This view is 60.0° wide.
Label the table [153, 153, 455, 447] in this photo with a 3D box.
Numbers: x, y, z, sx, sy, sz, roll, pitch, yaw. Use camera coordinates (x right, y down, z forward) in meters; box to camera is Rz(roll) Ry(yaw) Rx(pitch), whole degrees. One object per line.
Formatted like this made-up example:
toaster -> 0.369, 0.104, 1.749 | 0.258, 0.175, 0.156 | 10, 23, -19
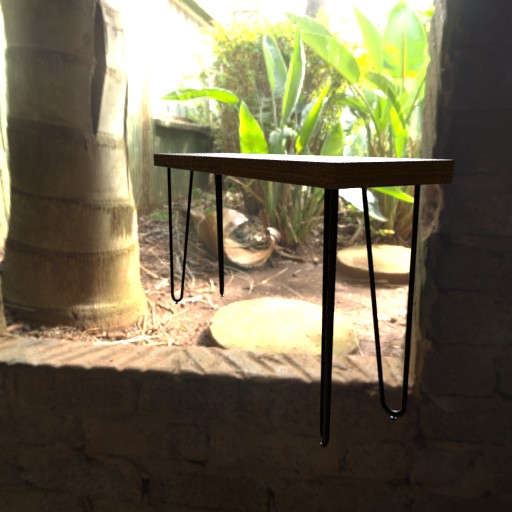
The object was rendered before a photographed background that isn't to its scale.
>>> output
table -> 0.000, 0.000, 1.890 | 0.425, 0.834, 1.570 | -7, 16, -27
